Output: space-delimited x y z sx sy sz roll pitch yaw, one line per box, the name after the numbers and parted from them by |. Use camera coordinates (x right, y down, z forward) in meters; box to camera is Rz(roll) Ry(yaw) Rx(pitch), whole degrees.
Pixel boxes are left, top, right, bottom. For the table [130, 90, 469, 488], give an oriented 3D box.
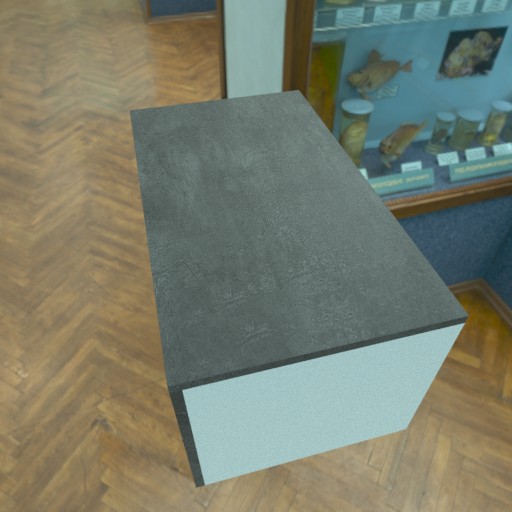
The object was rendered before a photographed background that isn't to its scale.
0.000 0.000 0.914 0.400 0.350 0.700 -11 46 -10 | table
